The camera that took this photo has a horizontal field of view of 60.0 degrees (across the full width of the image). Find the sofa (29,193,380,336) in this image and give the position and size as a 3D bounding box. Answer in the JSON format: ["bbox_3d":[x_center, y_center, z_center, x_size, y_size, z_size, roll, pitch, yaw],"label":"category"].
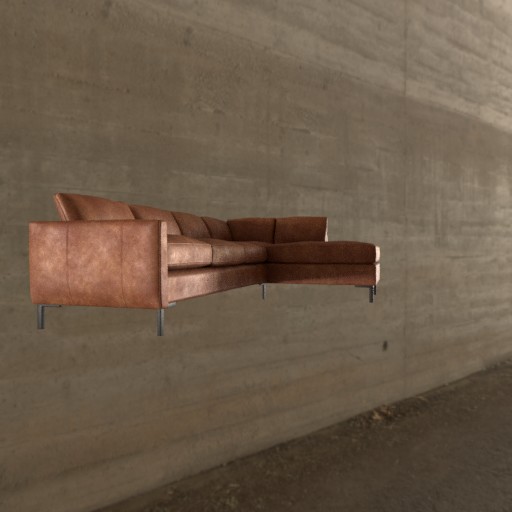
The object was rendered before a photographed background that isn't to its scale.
[{"bbox_3d":[0.000,0.000,3.782,1.938,0.877,2.984,0,1,18],"label":"sofa"}]
